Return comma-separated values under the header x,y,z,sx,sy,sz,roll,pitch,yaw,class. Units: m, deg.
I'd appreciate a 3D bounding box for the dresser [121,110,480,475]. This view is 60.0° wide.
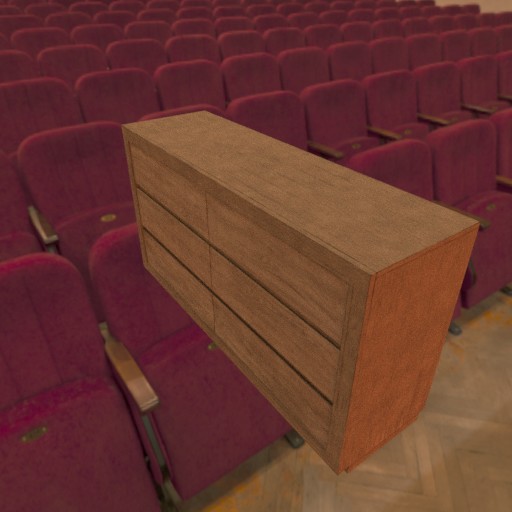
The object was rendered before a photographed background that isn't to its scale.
x,y,z,sx,sy,sz,roll,pitch,yaw,class
0.000,0.000,1.999,0.483,0.889,1.628,-21,38,-30,dresser
